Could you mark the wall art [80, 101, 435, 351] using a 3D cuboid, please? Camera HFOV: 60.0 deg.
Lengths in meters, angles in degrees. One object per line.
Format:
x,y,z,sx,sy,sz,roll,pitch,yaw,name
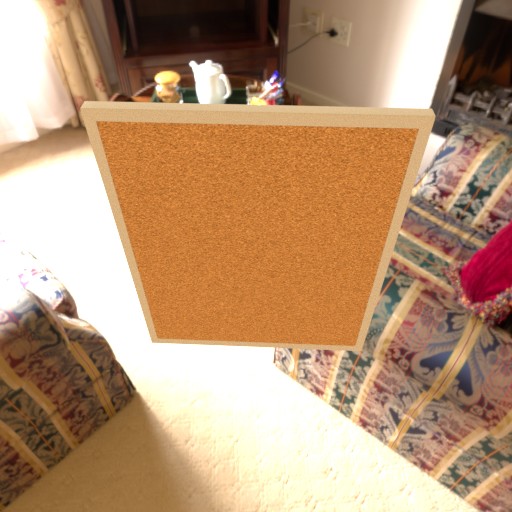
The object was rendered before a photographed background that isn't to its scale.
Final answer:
0.000,0.000,0.752,0.444,0.536,0.020,2,46,2,wall art
